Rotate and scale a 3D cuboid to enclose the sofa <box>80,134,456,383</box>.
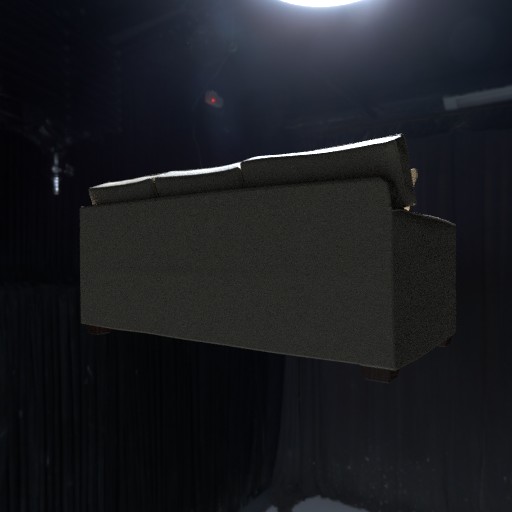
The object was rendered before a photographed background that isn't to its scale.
[{"bbox_3d":[0.000,0.000,2.551,1.962,0.946,1.034,0,0,36],"label":"sofa"}]
